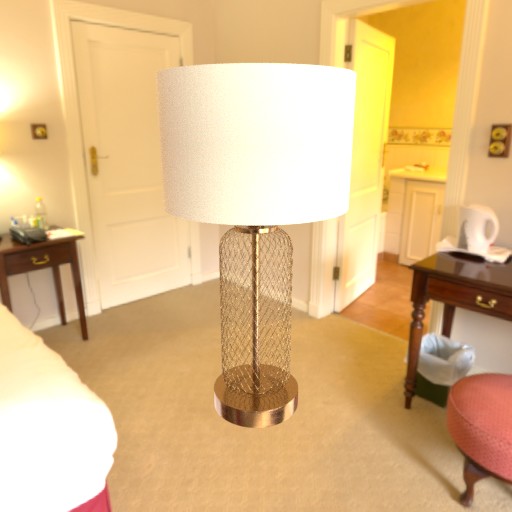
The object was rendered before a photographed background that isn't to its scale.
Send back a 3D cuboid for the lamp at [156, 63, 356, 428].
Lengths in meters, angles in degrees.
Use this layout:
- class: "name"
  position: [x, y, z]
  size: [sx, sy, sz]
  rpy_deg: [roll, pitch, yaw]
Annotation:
- class: "lamp"
  position: [0.000, 0.000, 0.638]
  size: [0.252, 0.483, 0.252]
  rpy_deg: [2, 17, 8]
